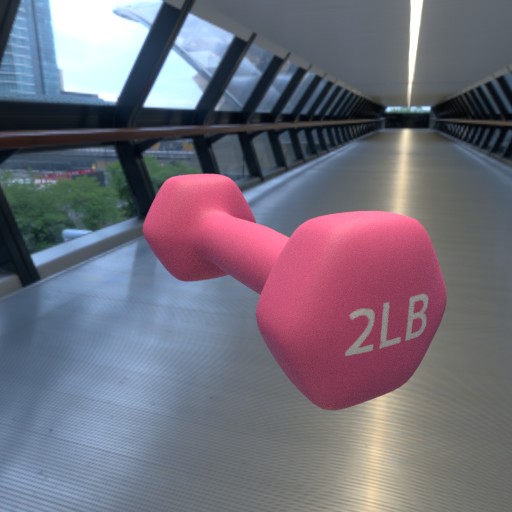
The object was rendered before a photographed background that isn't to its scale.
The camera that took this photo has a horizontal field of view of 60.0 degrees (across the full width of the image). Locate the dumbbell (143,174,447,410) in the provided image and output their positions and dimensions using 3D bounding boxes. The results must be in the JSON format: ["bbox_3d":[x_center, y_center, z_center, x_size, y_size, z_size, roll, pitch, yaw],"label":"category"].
[{"bbox_3d":[0.000,0.000,0.174,0.058,0.053,0.146,-8,18,-26],"label":"dumbbell"}]
